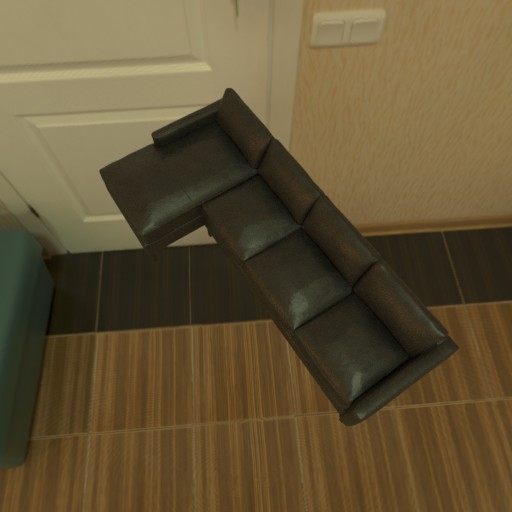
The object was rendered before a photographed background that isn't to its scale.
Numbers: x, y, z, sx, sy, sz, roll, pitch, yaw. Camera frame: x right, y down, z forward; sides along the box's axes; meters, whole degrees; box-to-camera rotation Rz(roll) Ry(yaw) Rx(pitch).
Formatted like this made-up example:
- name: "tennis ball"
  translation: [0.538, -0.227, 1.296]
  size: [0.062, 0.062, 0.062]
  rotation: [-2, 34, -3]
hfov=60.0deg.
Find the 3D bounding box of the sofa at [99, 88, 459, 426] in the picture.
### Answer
- name: "sofa"
  translation: [0.000, 0.000, 3.682]
  size: [1.471, 0.859, 2.993]
  rotation: [-31, 67, -14]
